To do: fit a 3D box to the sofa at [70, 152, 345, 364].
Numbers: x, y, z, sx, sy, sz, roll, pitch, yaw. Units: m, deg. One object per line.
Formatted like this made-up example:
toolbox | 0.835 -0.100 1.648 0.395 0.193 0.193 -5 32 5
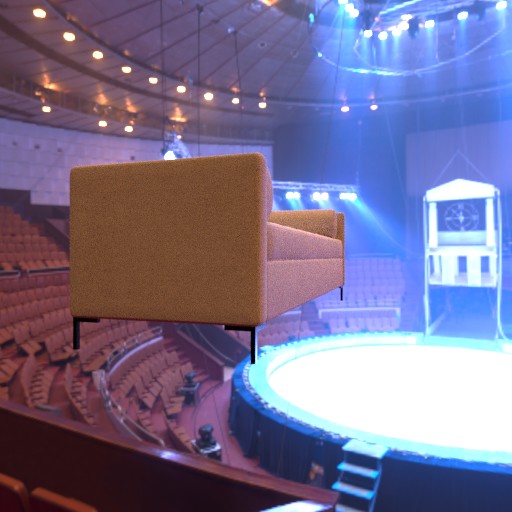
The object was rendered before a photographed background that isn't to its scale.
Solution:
sofa | 0.000 0.000 2.329 0.686 0.635 1.981 0 0 18
